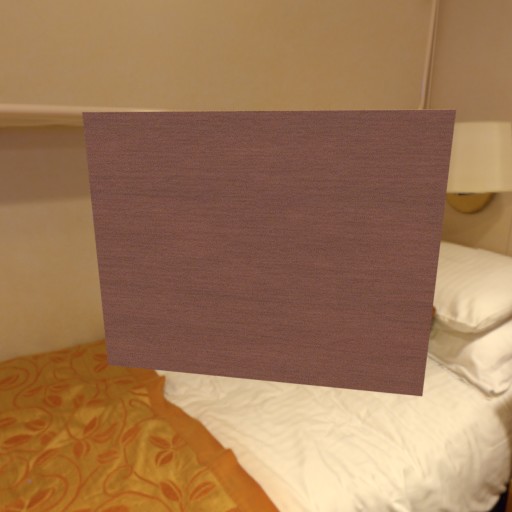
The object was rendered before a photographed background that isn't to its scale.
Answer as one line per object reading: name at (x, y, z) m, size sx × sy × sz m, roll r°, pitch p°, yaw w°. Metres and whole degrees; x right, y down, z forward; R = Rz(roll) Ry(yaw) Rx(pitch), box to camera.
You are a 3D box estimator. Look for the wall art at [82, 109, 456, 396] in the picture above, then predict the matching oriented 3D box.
wall art at (0.000, 0.000, 0.655) m, size 0.508 × 0.408 × 0.010 m, roll 3°, pitch 16°, yaw 10°
